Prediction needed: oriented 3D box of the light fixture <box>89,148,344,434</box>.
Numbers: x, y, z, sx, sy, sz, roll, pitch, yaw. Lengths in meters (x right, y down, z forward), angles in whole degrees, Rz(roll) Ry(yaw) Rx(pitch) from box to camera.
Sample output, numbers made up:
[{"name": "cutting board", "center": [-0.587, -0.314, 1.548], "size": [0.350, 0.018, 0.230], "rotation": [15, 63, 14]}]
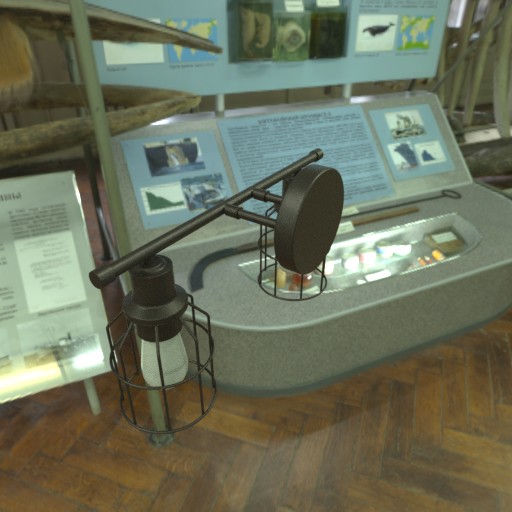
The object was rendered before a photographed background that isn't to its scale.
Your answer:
[{"name": "light fixture", "center": [0.000, 0.000, 0.543], "size": [0.165, 0.254, 0.406], "rotation": [20, 36, 29]}]
